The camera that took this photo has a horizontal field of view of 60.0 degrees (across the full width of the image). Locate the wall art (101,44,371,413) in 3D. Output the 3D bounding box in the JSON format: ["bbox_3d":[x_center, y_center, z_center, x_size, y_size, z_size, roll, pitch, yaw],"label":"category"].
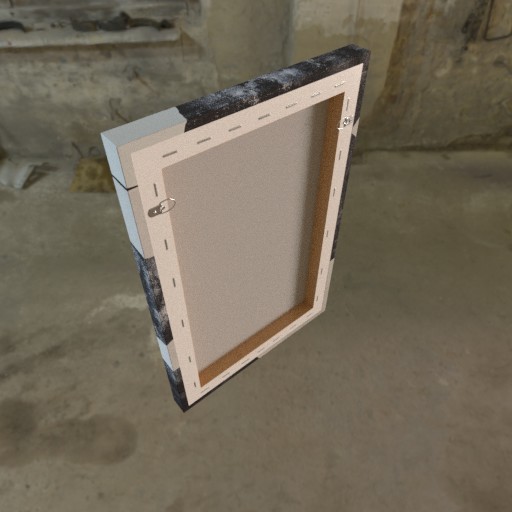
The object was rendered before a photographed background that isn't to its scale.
[{"bbox_3d":[0.000,0.000,0.777,0.407,0.610,0.039,-31,53,-27],"label":"wall art"}]
